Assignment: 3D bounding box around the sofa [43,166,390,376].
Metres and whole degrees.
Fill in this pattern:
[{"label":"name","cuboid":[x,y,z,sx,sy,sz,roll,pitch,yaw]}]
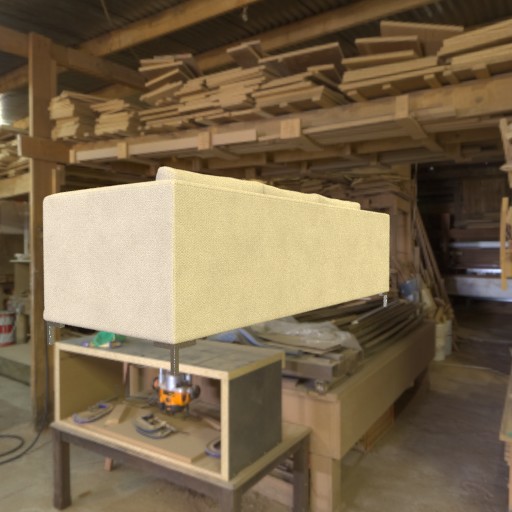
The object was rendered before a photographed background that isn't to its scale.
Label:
[{"label":"sofa","cuboid":[0.000,0.000,2.950,0.969,0.867,2.415,1,2,36]}]
